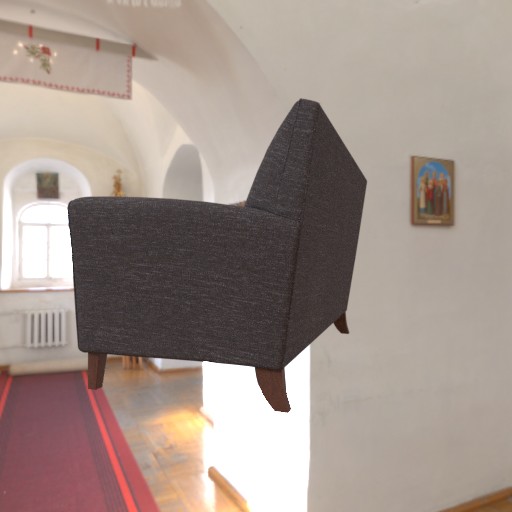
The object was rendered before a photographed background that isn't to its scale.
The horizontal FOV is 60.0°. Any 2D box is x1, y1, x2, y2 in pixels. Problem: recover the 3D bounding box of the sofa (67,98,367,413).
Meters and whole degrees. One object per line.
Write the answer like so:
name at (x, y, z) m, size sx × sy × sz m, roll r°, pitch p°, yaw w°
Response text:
sofa at (0.000, 0.000, 2.042) m, size 0.867 × 0.905 × 1.509 m, roll 0°, pitch 1°, yaw 19°
